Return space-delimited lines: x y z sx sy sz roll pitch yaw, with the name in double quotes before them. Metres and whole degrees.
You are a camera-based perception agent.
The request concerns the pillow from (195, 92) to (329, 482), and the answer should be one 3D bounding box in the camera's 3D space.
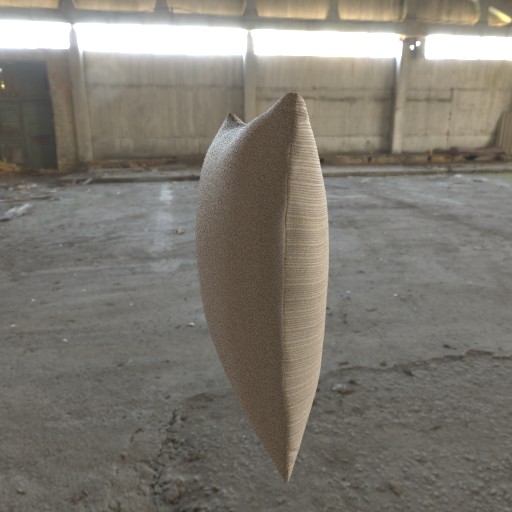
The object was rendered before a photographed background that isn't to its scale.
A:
"pillow" 0.000 0.000 0.769 0.204 0.497 0.512 -3 16 -10
